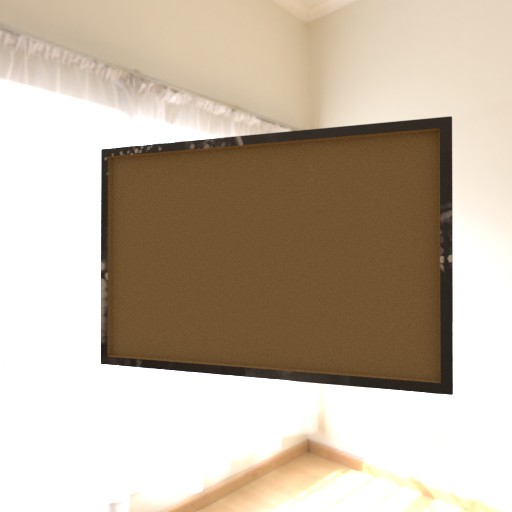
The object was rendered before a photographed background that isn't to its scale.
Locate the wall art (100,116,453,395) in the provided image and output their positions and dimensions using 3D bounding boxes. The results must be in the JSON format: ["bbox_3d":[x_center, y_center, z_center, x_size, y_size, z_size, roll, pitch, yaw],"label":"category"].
[{"bbox_3d":[0.000,0.000,1.126,0.914,0.609,0.038,0,-1,18],"label":"wall art"}]
